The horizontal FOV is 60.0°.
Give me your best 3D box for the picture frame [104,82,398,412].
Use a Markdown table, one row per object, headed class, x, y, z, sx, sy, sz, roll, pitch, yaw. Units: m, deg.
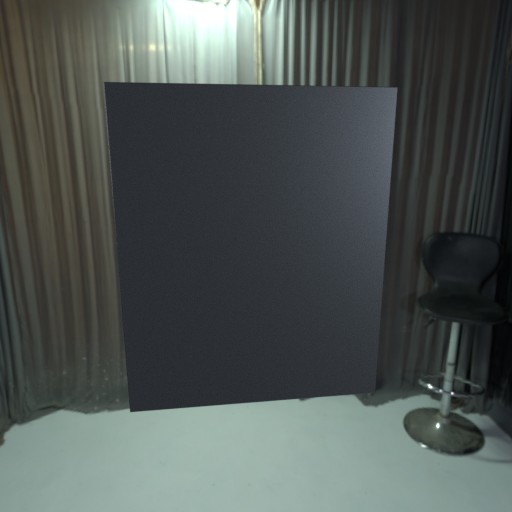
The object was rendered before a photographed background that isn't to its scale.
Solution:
| class | x | y | z | sx | sy | sz | roll | pitch | yaw |
| --- | --- | --- | --- | --- | --- | --- | --- | --- | --- |
| picture frame | 0.000 | 0.000 | 0.771 | 0.460 | 0.556 | 0.028 | -2 | 15 | -8 |
